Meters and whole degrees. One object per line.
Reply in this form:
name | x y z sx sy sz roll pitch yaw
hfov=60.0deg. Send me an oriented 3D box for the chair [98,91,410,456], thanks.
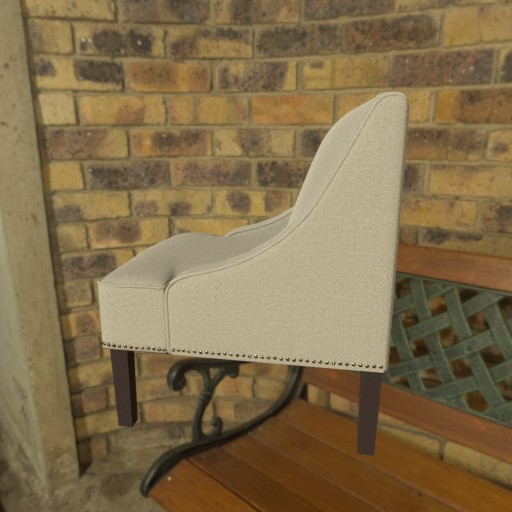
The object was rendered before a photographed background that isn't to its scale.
chair | 0.000 0.000 1.330 0.737 0.864 0.610 3 15 10
